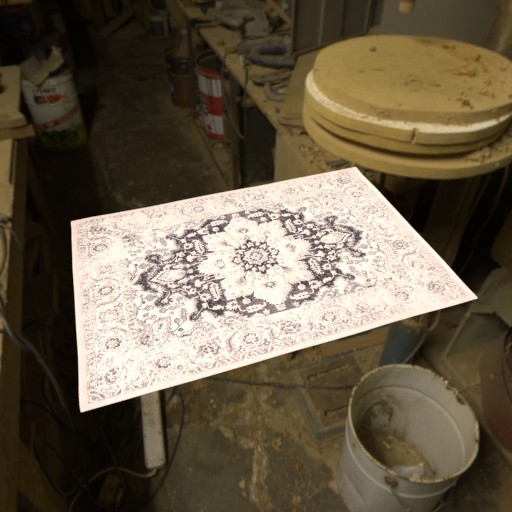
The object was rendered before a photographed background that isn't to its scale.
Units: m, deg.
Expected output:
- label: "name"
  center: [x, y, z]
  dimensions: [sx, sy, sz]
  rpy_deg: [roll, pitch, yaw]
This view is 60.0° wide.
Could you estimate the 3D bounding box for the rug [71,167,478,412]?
- label: "rug"
  center: [0.000, 0.000, 2.306]
  dimensions: [1.813, 0.008, 1.223]
  rpy_deg: [-13, 45, -14]
